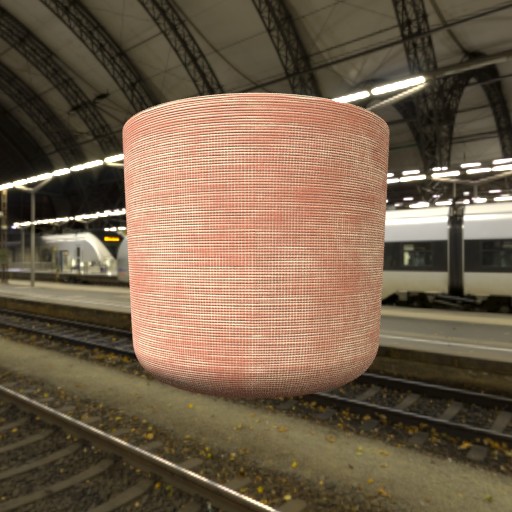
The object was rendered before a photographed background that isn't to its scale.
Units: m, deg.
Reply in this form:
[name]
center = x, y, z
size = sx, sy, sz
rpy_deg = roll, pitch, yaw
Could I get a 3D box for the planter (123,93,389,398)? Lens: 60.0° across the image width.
[planter]
center = 0.000, 0.000, 0.762
size = 0.440, 0.398, 0.440
rpy_deg = 0, 0, 0
